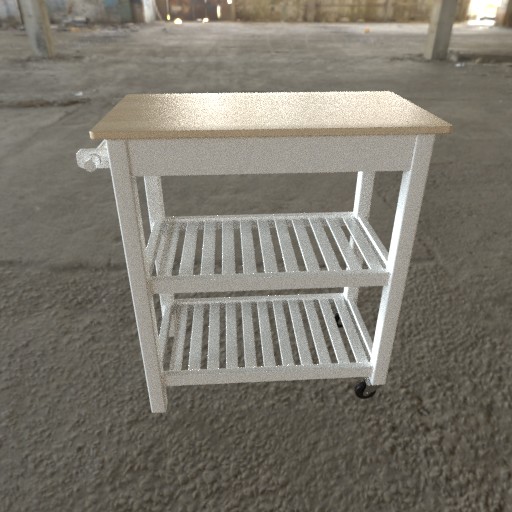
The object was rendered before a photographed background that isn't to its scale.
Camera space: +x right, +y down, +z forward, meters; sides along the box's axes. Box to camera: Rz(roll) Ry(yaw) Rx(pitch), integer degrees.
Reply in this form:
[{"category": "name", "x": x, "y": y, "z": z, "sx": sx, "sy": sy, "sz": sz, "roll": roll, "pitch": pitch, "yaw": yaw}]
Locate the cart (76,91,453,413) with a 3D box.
[{"category": "cart", "x": 0.000, "y": 0.000, "z": 1.435, "sx": 0.899, "sy": 0.927, "sz": 0.457, "roll": -2, "pitch": 30, "yaw": -3}]
